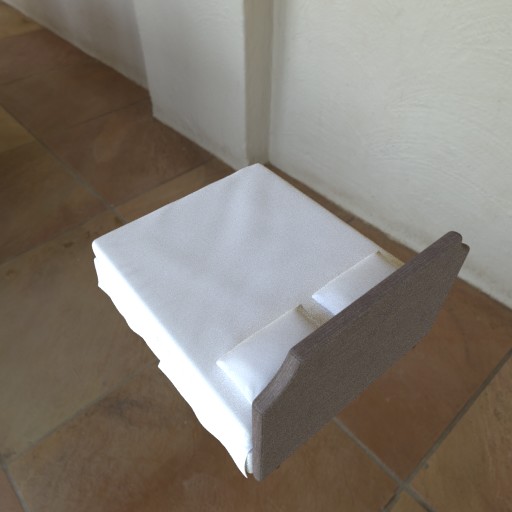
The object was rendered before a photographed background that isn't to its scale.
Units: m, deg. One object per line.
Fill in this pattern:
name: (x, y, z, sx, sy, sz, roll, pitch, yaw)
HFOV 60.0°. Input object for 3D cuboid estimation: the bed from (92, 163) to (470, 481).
bed: (0.000, 0.000, 4.160, 2.350, 1.590, 2.773, -30, 53, -26)
